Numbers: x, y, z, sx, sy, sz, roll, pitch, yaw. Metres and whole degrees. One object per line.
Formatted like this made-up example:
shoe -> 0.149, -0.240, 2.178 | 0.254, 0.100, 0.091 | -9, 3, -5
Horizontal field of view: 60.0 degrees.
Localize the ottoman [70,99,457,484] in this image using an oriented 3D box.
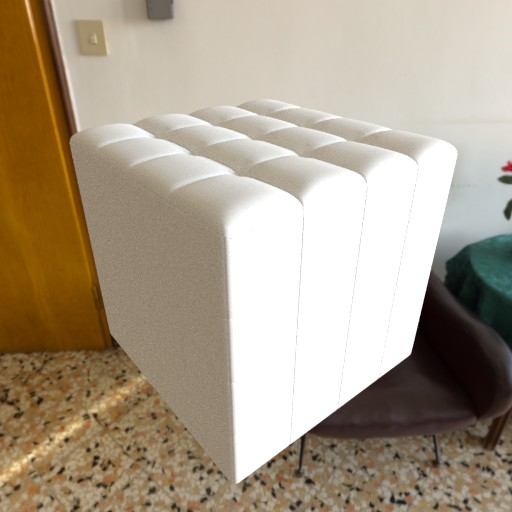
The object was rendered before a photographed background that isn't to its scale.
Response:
ottoman -> 0.000, 0.000, 0.773 | 0.425, 0.432, 0.425 | -22, 37, -33
